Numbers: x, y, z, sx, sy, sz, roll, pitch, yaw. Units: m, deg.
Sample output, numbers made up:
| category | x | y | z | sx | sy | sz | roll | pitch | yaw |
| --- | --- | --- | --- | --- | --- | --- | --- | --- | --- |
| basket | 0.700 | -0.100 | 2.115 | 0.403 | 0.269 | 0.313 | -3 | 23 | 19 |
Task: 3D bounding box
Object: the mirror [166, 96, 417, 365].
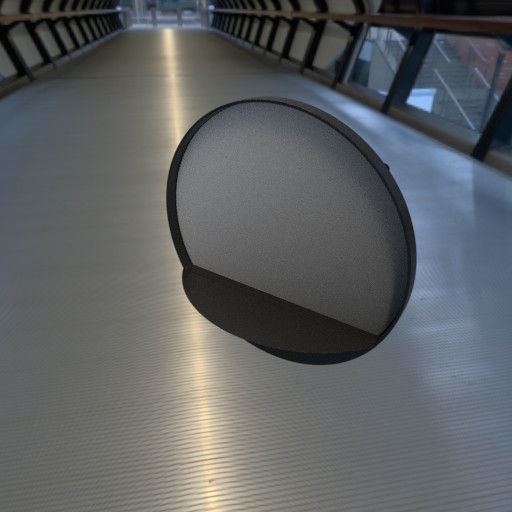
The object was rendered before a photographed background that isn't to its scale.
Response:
| category | x | y | z | sx | sy | sz | roll | pitch | yaw |
| --- | --- | --- | --- | --- | --- | --- | --- | --- | --- |
| mirror | 0.000 | 0.000 | 0.694 | 0.457 | 0.457 | 0.133 | 19 | 35 | 29 |
